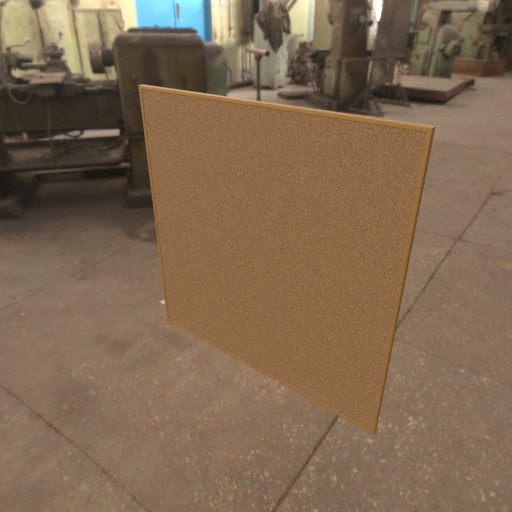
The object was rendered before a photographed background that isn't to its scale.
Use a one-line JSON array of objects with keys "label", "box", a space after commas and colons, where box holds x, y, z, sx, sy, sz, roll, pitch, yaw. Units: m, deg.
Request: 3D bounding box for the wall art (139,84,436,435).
[{"label": "wall art", "box": [0.000, 0.000, 0.980, 0.657, 0.655, 0.014, 21, 35, 33]}]
